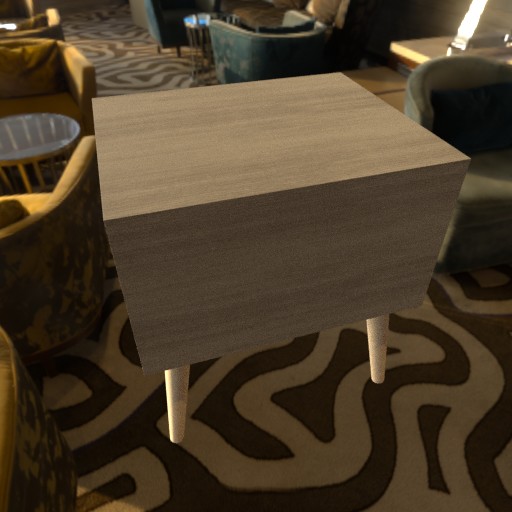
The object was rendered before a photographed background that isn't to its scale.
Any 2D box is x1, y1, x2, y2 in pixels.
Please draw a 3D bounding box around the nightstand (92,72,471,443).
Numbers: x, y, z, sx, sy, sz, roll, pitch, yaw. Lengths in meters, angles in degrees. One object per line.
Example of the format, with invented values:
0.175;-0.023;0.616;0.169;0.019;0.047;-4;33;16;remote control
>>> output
0.000;0.000;0.806;0.450;0.500;0.380;-11;41;-14;nightstand
